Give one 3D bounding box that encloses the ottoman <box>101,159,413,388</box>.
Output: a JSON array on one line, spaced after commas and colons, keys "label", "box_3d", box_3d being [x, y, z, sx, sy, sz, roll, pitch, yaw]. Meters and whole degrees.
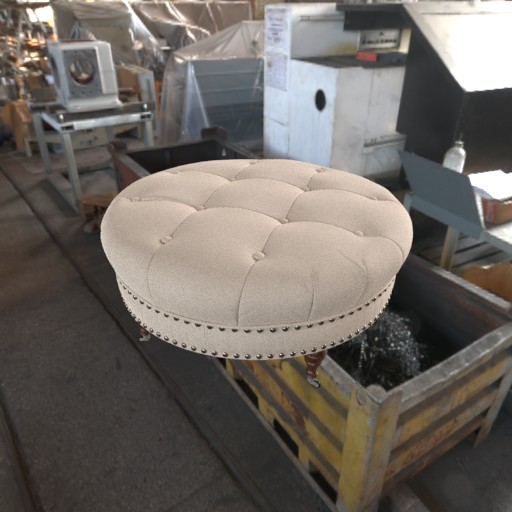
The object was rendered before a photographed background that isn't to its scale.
[{"label": "ottoman", "box_3d": [0.000, 0.000, 1.404, 0.901, 0.439, 0.901, 0, 30, 0]}]
